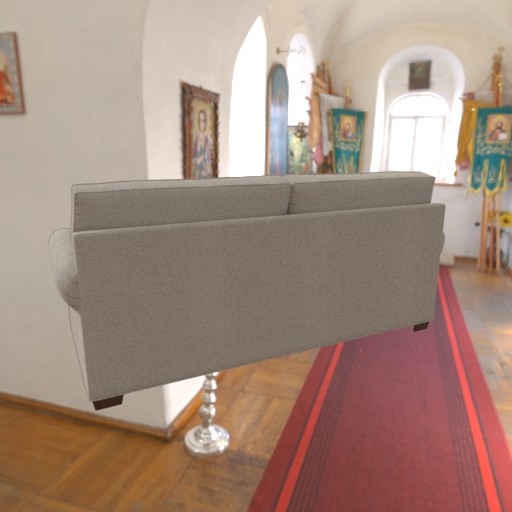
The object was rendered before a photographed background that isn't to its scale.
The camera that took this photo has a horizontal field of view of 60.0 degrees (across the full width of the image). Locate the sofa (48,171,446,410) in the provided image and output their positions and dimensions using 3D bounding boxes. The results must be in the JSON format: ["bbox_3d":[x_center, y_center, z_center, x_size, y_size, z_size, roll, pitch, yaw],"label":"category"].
[{"bbox_3d":[0.000,0.000,2.559,2.146,0.962,0.901,-7,16,-26],"label":"sofa"}]
